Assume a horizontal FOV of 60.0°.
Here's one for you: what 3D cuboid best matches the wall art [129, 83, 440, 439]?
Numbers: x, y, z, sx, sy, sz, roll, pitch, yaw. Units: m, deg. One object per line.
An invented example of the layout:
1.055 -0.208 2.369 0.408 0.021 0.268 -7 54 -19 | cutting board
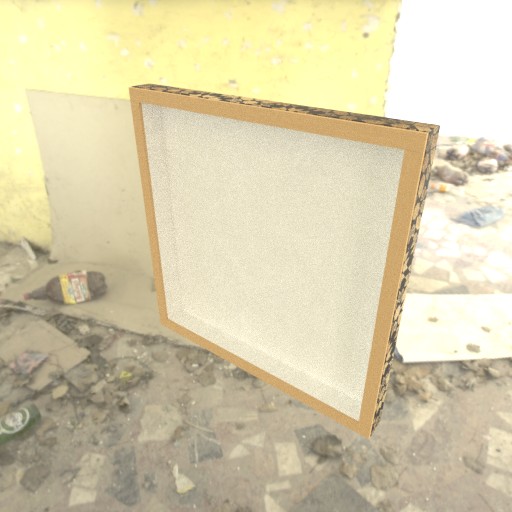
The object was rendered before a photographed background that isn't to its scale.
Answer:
0.000 0.000 0.608 0.405 0.405 0.038 21 36 32 | wall art
